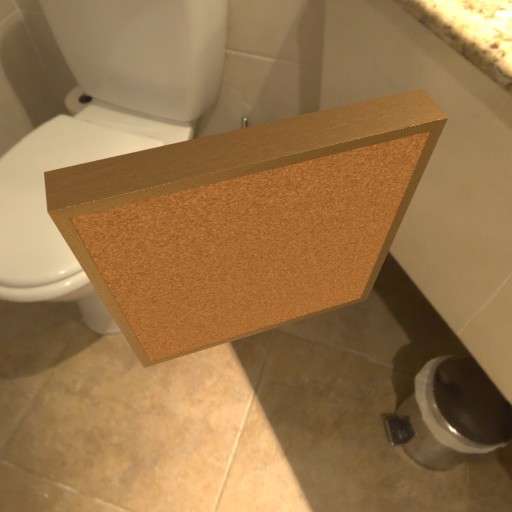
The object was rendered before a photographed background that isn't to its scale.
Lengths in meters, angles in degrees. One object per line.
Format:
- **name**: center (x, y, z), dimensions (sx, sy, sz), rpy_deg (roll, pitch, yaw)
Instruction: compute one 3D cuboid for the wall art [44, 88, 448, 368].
- **wall art**: center (0.000, 0.000, 0.457), dimensions (0.304, 0.305, 0.038), rpy_deg (-15, 58, -10)
